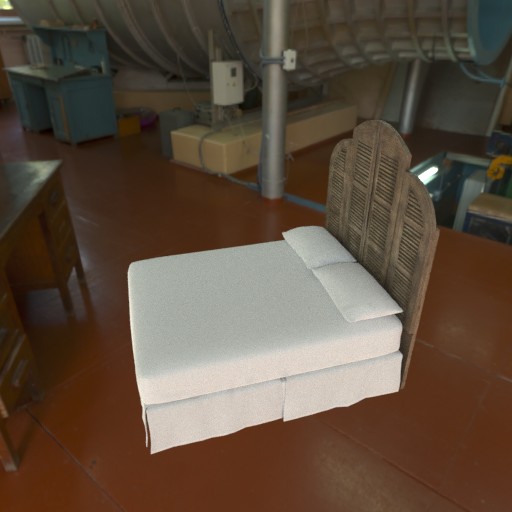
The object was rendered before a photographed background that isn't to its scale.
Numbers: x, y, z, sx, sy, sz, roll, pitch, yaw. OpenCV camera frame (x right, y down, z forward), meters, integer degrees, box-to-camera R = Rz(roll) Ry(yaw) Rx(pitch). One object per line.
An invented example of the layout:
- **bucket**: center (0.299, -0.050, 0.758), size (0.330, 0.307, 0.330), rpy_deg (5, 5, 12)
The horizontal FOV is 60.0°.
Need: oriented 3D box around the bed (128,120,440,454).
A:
- **bed**: center (0.000, 0.000, 3.616), size (2.138, 2.019, 1.713), rpy_deg (-8, 31, -14)
